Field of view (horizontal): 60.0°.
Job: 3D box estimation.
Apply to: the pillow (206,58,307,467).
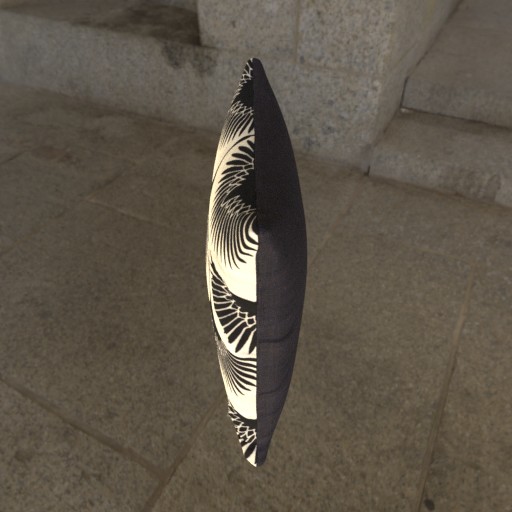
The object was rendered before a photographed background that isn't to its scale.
[{"bbox_3d":[0.000,0.000,0.656,0.139,0.432,0.432,-1,41,-1],"label":"pillow"}]
